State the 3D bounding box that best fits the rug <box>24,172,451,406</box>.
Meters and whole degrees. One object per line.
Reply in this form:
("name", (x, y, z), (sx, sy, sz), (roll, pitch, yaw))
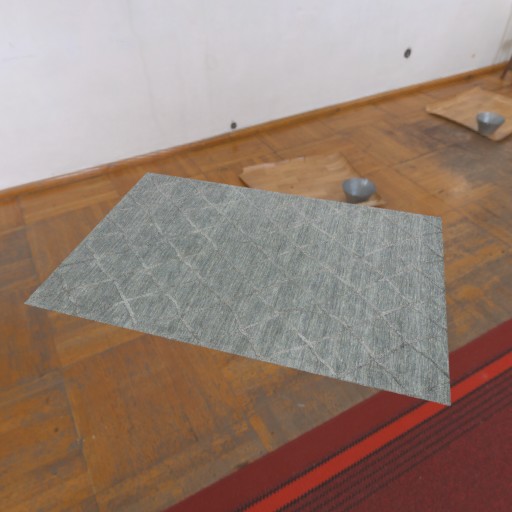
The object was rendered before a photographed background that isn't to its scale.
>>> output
("rug", (0.000, 0.000, 2.811), (2.283, 0.006, 1.521), (11, 42, 12))
